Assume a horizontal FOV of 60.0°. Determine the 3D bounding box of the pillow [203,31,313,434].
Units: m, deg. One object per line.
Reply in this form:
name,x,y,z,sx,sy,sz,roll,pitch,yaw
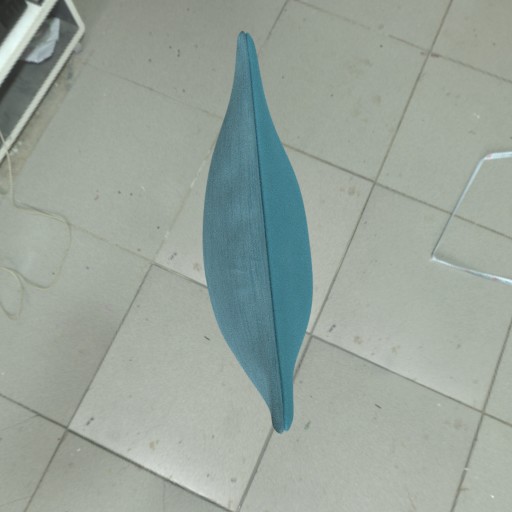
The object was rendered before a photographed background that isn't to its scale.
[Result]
pillow,0.000,0.000,0.648,0.151,0.415,0.433,-5,77,-1
